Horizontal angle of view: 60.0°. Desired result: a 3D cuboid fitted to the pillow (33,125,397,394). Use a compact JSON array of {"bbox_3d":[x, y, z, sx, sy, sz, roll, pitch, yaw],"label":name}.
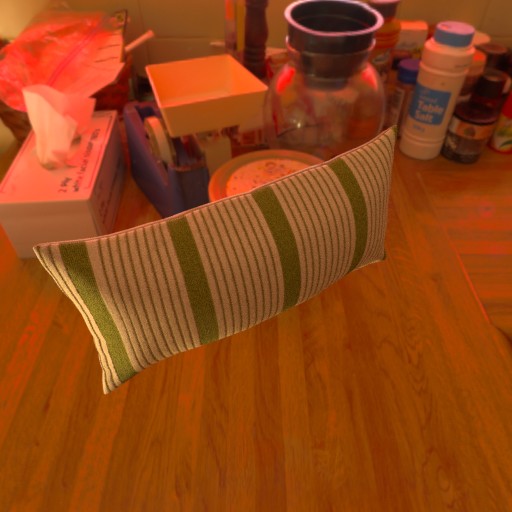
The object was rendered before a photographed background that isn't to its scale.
[{"bbox_3d":[0.000,0.000,0.744,0.608,0.292,0.156,-23,50,-21],"label":"pillow"}]
